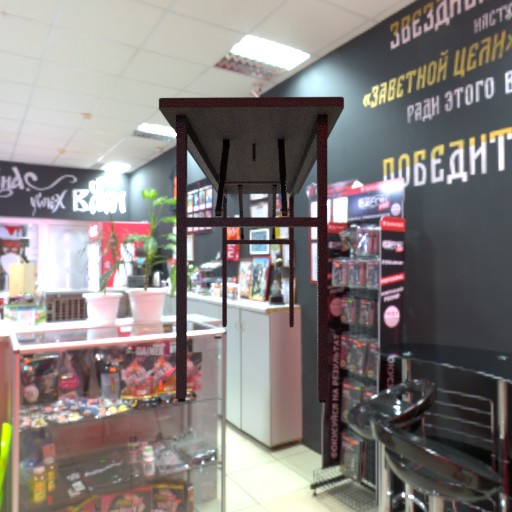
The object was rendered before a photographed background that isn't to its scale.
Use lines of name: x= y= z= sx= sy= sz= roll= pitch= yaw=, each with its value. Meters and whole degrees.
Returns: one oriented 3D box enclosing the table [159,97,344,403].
table: x=0.000 y=0.000 z=1.760 sx=0.449 sy=0.750 sz=1.399 roll=0 pitch=-1 yaw=1
